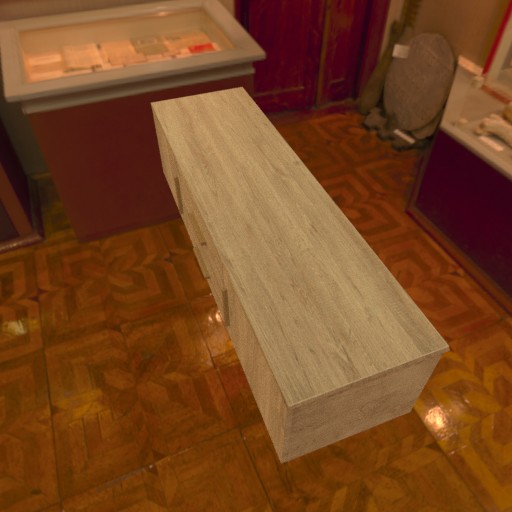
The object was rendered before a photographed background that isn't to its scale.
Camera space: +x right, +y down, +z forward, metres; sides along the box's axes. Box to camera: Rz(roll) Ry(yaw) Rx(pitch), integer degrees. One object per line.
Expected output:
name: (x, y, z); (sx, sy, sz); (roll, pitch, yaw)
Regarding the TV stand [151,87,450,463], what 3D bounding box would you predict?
TV stand: (0.000, 0.000, 1.526); (0.401, 0.565, 1.313); (-15, 48, -14)
